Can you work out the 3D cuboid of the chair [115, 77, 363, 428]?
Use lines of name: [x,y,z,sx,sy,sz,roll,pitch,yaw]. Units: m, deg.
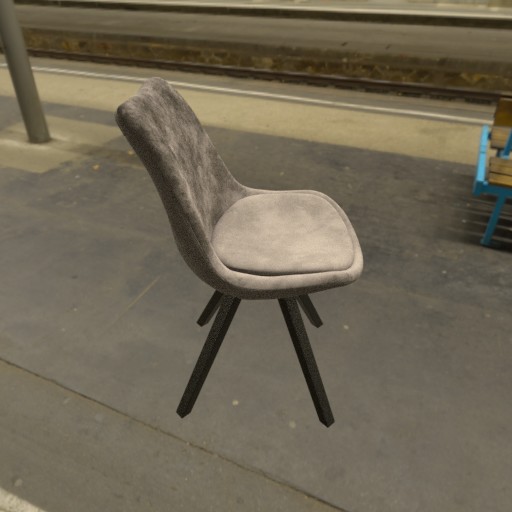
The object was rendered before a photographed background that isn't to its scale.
chair: [0.000,0.000,1.186,0.550,0.850,0.485,1,34,2]
